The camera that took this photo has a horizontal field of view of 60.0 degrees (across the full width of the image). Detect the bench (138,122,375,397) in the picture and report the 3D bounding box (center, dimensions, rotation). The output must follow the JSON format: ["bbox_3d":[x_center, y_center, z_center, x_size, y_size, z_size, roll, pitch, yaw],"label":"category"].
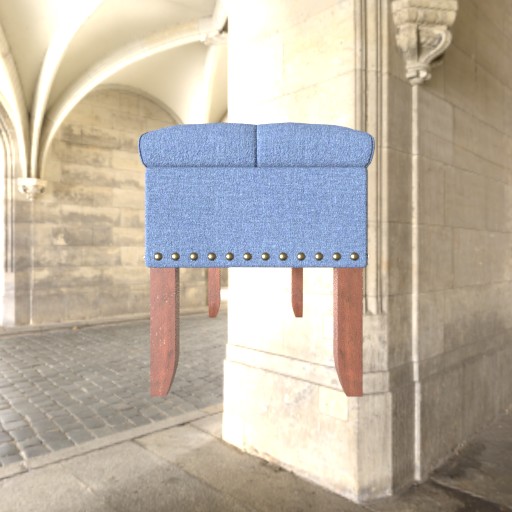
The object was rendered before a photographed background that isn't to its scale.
[{"bbox_3d":[0.000,0.000,1.283,0.417,0.492,1.052,0,0,0],"label":"bench"}]
